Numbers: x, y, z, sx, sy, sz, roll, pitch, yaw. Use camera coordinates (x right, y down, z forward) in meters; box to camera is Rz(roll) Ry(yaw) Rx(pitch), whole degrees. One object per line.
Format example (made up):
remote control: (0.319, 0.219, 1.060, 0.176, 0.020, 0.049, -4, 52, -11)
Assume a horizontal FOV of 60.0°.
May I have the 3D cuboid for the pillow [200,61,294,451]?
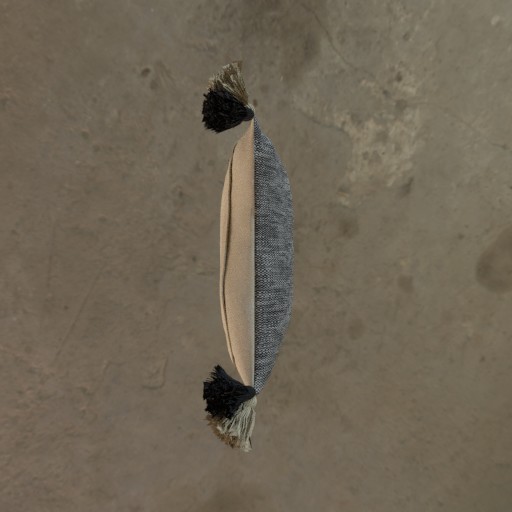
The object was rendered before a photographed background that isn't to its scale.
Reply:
pillow: (0.000, 0.000, 0.977, 0.170, 0.659, 0.654, 0, 89, 1)
